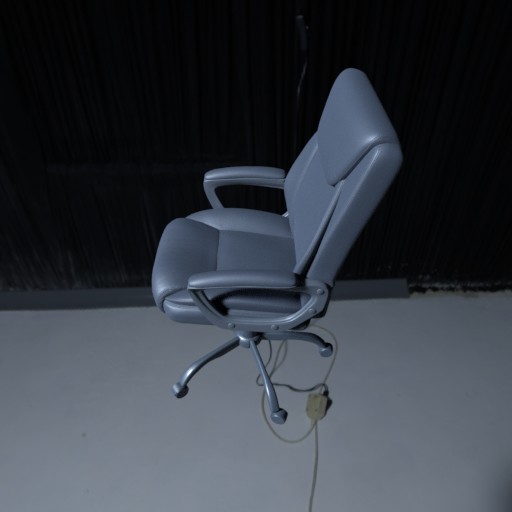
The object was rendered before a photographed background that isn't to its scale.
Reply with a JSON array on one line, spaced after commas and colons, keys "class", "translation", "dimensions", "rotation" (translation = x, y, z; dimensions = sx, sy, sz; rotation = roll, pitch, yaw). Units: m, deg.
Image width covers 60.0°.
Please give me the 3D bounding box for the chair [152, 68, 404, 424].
[{"class": "chair", "translation": [0.000, 0.000, 1.445], "dimensions": [0.655, 1.072, 0.615], "rotation": [0, 42, 0]}]
